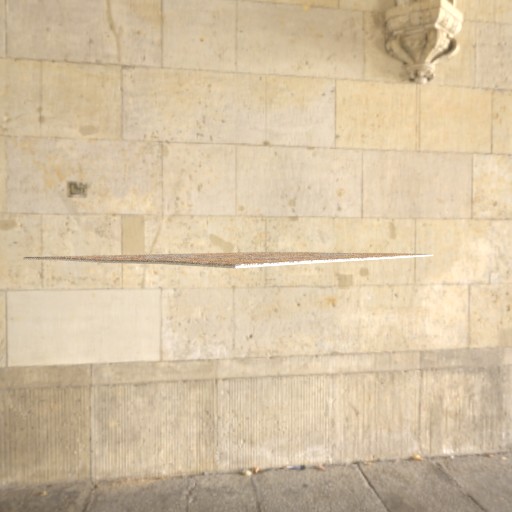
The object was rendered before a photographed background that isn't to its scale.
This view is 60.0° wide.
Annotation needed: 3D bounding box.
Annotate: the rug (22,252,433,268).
[{"bbox_3d":[0.000,0.000,3.934,2.158,0.024,3.063,1,2,38],"label":"rug"}]
